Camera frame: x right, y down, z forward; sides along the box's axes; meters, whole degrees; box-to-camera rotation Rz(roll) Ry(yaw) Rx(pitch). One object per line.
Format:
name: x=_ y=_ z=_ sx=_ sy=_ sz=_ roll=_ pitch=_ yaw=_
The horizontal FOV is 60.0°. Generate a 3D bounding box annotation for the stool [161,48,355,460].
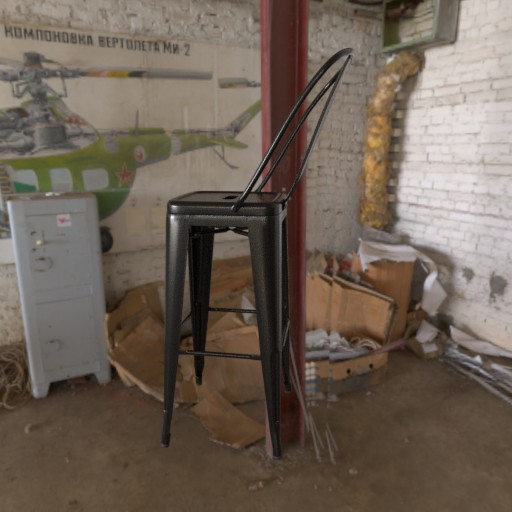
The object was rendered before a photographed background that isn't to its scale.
stool: x=0.000 y=0.000 z=1.312 sx=0.513 sy=1.096 sz=0.399 roll=2 pitch=14 yaw=9
